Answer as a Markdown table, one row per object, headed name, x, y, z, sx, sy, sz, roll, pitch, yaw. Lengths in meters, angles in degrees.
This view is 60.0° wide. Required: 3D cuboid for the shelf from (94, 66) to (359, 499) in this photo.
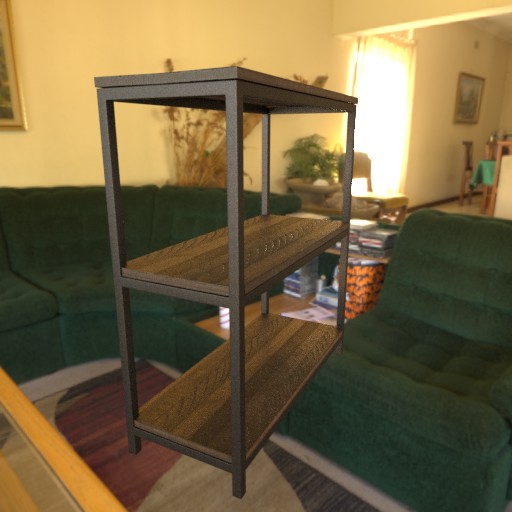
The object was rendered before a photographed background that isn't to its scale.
| name | x | y | z | sx | sy | sz | roll | pitch | yaw |
| --- | --- | --- | --- | --- | --- | --- | --- | --- | --- |
| shelf | 0.000 | 0.000 | 1.345 | 0.352 | 0.947 | 0.822 | 8 | 17 | 26 |
